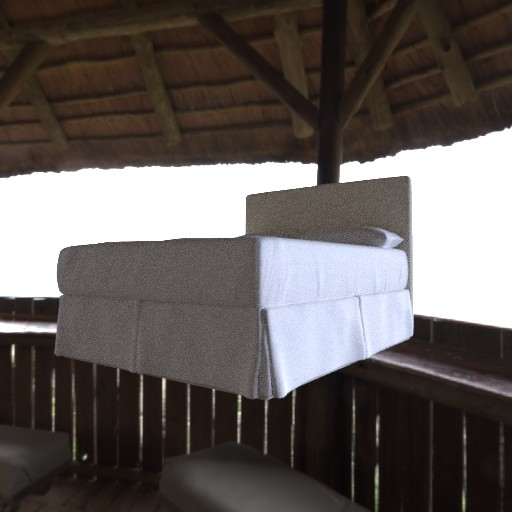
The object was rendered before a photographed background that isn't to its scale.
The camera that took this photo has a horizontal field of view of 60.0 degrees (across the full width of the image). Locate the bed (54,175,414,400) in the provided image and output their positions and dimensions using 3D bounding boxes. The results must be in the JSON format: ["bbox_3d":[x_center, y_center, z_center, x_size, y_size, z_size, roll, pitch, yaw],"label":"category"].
[{"bbox_3d":[0.000,0.000,3.180,1.714,1.330,2.147,-1,-2,36],"label":"bed"}]
